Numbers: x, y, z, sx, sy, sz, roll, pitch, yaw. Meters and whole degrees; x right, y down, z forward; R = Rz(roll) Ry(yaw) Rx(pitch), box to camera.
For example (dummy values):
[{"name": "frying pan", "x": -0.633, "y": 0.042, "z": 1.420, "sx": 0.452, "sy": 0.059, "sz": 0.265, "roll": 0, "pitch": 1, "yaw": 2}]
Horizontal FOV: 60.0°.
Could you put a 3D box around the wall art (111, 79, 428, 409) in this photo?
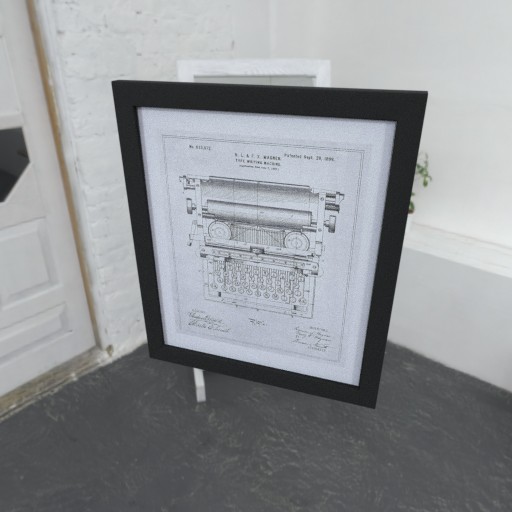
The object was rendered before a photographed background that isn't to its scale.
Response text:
[{"name": "wall art", "x": 0.000, "y": 0.000, "z": 0.704, "sx": 0.432, "sy": 0.508, "sz": 0.021, "roll": 8, "pitch": 28, "yaw": 16}]
